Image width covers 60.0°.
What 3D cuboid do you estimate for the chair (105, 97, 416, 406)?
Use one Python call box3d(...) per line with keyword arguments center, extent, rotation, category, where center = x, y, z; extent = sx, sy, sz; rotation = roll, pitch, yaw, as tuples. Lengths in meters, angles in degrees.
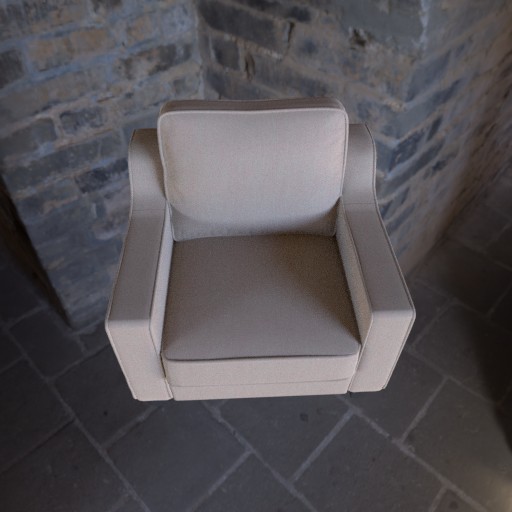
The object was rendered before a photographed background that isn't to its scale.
box3d(center=(0.000, 0.000, 1.664), extent=(0.922, 0.948, 0.882), rotation=(-2, 45, -2), category="chair")
